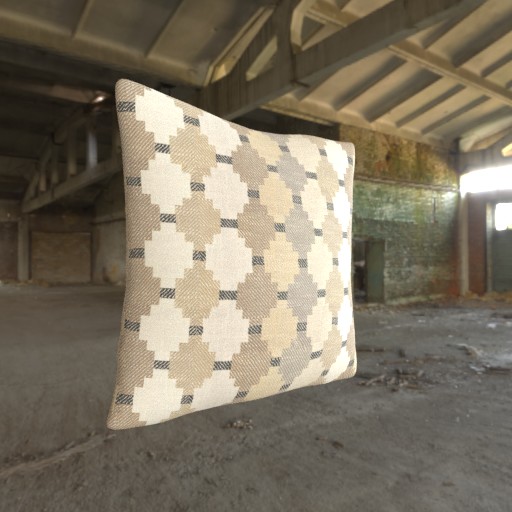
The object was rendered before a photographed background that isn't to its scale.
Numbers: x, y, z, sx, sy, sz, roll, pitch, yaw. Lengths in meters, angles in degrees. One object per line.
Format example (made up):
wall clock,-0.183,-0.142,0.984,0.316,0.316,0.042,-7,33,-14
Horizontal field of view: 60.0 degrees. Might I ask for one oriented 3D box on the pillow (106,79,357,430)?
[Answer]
pillow,0.000,0.000,0.862,0.578,0.558,0.192,0,-1,-37
